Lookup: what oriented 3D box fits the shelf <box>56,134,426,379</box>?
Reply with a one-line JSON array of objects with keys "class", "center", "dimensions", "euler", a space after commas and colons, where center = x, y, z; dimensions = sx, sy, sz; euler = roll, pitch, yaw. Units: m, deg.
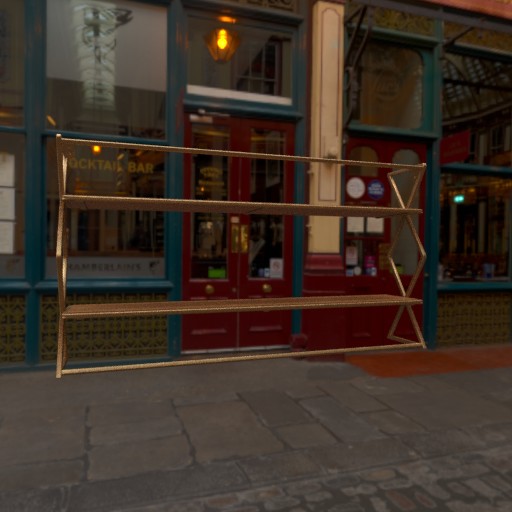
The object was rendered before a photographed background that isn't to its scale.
[{"class": "shelf", "center": [0.000, 0.000, 1.013], "dimensions": [0.822, 0.450, 0.150], "euler": [0, 0, -19]}]
